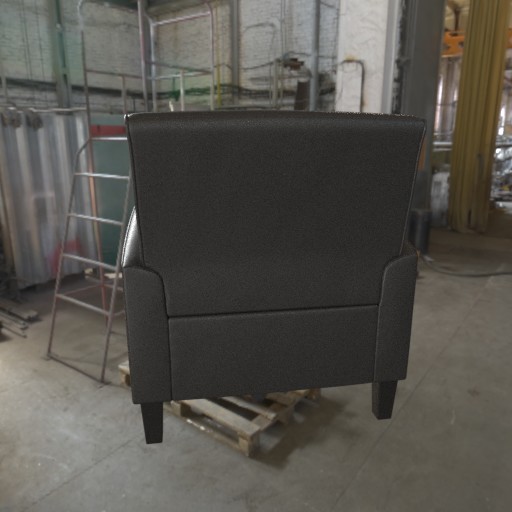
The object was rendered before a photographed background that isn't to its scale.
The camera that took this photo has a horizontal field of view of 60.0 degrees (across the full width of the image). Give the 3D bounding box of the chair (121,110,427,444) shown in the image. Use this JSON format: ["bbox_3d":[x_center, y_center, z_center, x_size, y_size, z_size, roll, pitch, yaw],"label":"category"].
[{"bbox_3d":[0.000,0.000,1.536,0.820,0.916,0.819,-2,15,-9],"label":"chair"}]
